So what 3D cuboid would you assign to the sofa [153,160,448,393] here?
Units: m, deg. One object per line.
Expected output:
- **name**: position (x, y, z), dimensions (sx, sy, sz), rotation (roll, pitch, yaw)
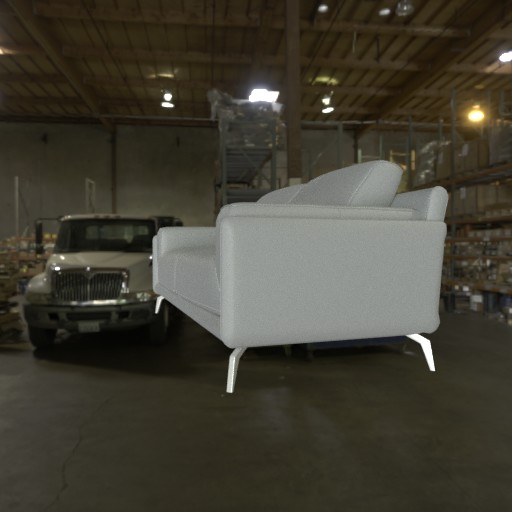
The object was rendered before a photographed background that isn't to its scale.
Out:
- **sofa**: position (0.000, 0.000, 2.597), dimensions (0.969, 0.900, 2.100), rotation (0, 1, -20)
